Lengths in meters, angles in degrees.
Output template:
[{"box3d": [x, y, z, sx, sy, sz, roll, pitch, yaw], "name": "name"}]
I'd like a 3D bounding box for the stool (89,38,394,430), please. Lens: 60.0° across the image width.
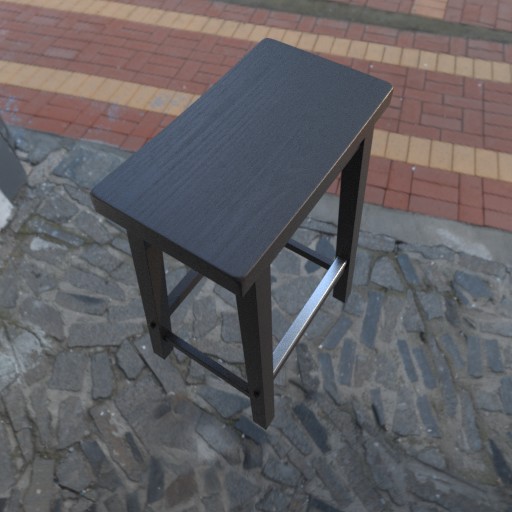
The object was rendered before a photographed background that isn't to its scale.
[{"box3d": [0.000, 0.000, 0.855, 0.322, 0.610, 0.406, 29, 62, 17], "name": "stool"}]
